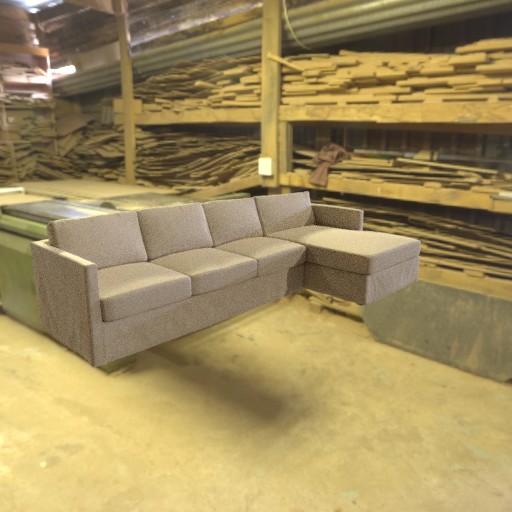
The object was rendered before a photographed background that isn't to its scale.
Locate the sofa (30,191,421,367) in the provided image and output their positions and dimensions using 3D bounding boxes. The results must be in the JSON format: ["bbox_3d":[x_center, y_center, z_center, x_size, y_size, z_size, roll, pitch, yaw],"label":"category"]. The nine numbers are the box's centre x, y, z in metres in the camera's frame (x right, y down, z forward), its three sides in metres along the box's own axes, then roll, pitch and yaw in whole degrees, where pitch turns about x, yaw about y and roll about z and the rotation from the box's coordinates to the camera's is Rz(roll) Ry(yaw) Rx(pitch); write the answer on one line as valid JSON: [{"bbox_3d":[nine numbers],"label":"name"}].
[{"bbox_3d":[0.000,0.000,3.918,1.622,0.871,3.206,14,20,43],"label":"sofa"}]
